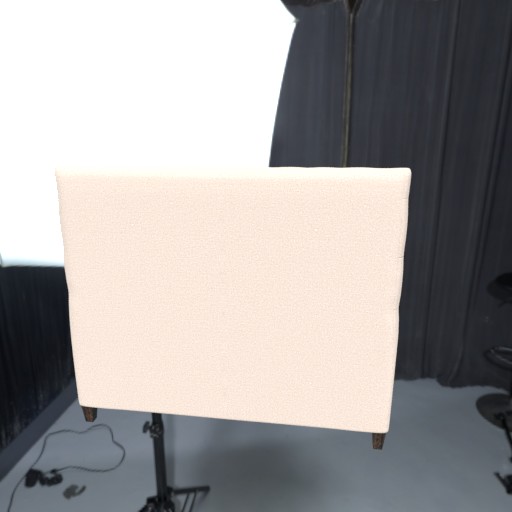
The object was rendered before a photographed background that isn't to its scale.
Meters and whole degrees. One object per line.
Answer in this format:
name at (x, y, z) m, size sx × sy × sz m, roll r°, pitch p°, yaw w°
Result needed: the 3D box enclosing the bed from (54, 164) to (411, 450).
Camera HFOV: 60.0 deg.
bed at (0.000, 0.000, 3.252) m, size 1.696 × 1.426 × 2.233 m, roll 2°, pitch 15°, yaw 8°
